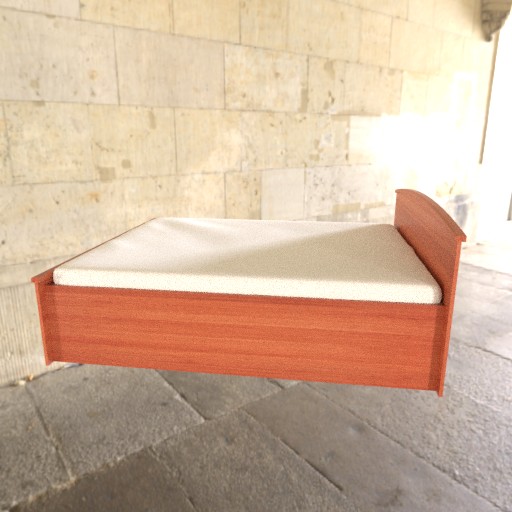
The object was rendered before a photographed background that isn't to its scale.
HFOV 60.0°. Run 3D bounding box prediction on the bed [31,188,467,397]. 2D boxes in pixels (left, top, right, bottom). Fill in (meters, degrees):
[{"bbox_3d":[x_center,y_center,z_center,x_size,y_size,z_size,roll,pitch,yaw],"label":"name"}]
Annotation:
[{"bbox_3d":[0.000,0.000,2.917,2.053,0.848,1.683,2,15,8],"label":"bed"}]
